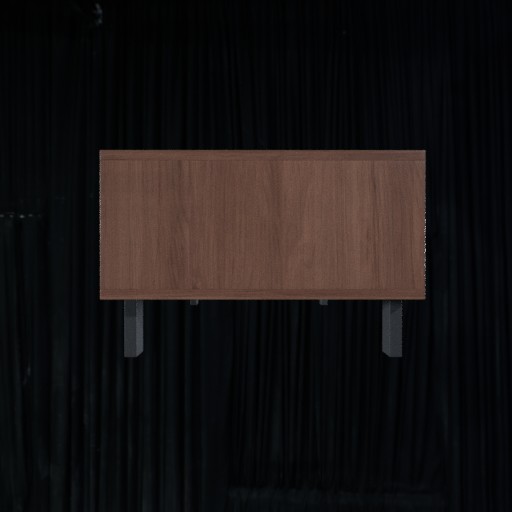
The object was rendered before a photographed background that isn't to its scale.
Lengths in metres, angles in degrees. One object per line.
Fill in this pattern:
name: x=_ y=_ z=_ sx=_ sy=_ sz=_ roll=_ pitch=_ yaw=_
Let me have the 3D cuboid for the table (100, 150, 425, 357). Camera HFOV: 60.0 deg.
table: x=0.000 y=0.000 z=1.298 sx=0.600 sy=0.380 sz=1.020 roll=0 pitch=0 yaw=0
